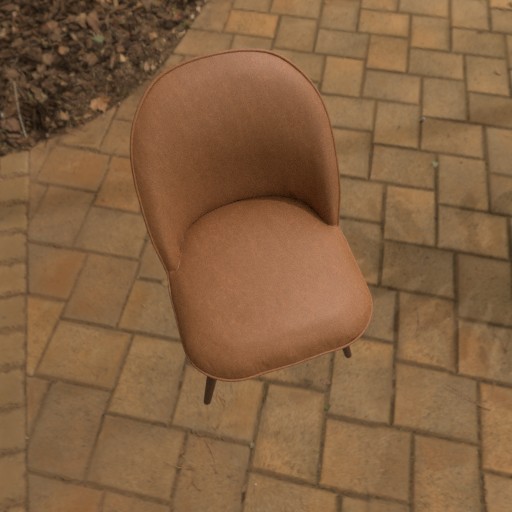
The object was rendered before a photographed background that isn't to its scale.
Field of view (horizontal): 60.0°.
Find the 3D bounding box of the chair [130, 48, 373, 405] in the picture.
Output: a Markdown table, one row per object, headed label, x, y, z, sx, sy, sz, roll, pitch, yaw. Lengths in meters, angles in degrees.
| label | x | y | z | sx | sy | sz | roll | pitch | yaw |
| --- | --- | --- | --- | --- | --- | --- | --- | --- | --- |
| chair | 0.000 | 0.000 | 1.217 | 0.521 | 0.831 | 0.631 | -16 | 64 | -8 |
